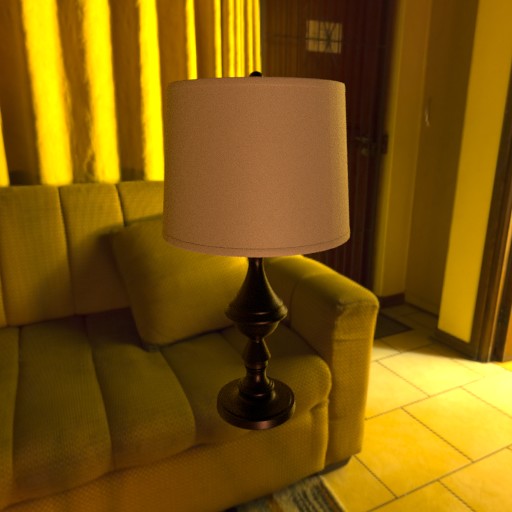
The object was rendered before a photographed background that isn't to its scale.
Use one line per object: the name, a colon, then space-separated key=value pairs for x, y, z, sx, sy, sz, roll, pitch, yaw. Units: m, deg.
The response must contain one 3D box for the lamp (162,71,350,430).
lamp: x=0.000 y=0.000 z=0.937 sx=0.383 sy=0.726 sz=0.383 roll=0 pitch=16 yaw=0
